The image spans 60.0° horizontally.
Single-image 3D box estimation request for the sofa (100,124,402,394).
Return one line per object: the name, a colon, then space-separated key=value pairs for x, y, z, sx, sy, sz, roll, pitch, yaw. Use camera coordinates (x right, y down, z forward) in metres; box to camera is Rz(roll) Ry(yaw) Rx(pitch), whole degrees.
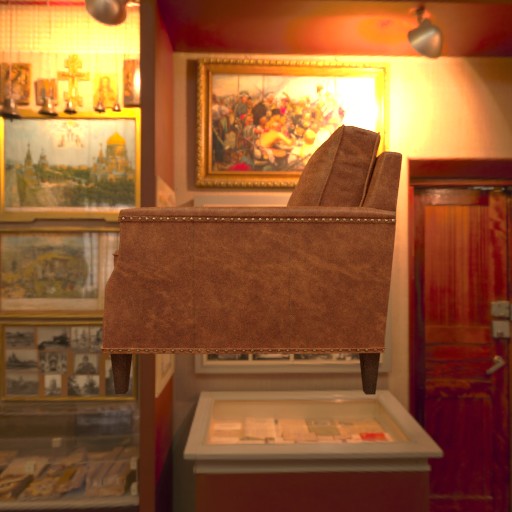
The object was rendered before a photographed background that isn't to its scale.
sofa: x=0.000 y=0.000 z=2.317 sx=1.084 sy=1.003 sz=1.597 roll=0 pitch=-1 yaw=0
